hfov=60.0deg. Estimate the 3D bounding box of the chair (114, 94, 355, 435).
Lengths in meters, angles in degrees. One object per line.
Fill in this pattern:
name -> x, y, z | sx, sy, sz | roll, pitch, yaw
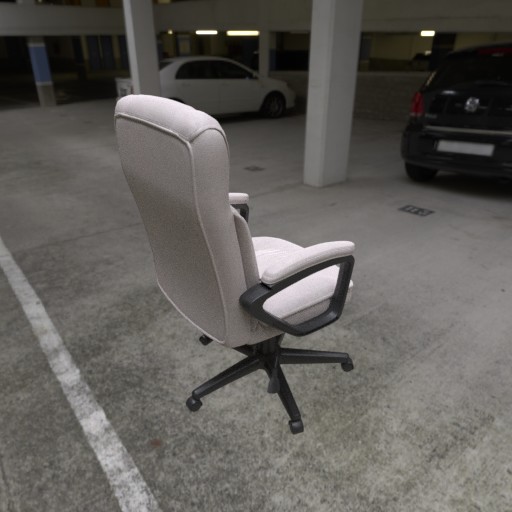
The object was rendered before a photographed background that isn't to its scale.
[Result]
chair -> 0.000, 0.000, 1.557 | 0.724, 1.105, 0.667 | -19, 32, -32
